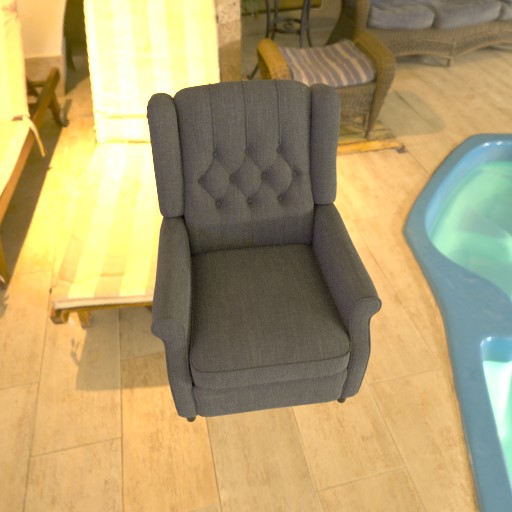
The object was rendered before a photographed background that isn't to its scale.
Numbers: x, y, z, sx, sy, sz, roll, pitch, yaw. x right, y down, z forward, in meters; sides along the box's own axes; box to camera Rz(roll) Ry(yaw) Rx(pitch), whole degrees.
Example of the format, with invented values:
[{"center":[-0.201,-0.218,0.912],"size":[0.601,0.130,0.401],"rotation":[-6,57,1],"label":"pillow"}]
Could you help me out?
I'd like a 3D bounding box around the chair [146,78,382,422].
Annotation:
[{"center":[0.000,0.000,1.661],"size":[0.742,1.035,0.898],"rotation":[-5,46,-5],"label":"chair"}]
